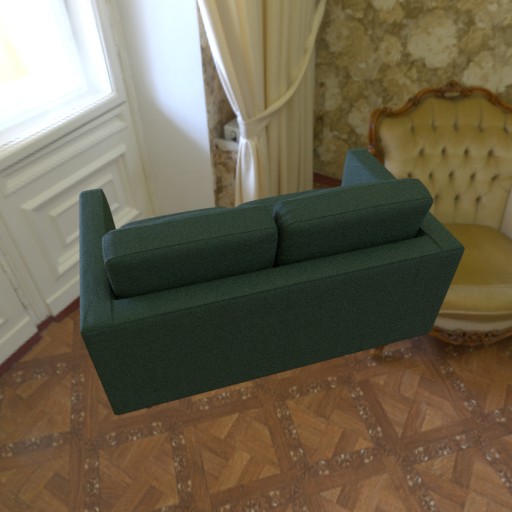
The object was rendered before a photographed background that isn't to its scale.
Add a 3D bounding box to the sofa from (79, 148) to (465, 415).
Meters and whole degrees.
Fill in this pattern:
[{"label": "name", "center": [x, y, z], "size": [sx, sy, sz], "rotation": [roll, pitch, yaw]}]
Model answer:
[{"label": "sofa", "center": [0.000, 0.000, 2.021], "size": [1.430, 0.899, 0.879], "rotation": [-11, 43, -12]}]
